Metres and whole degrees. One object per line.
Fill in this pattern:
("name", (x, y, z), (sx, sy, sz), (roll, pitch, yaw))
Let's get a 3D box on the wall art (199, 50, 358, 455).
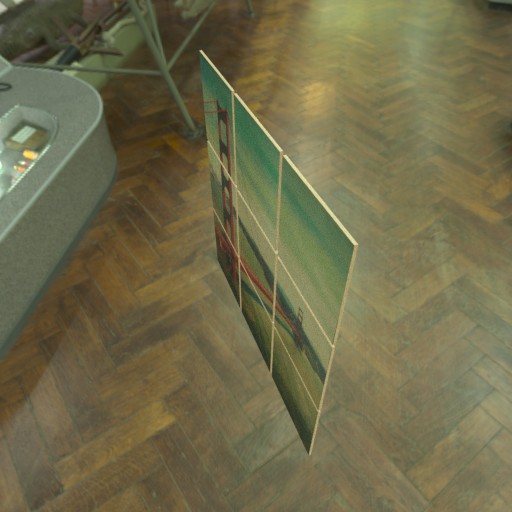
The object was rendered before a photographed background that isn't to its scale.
("wall art", (0.000, 0.000, 2.261), (0.014, 1.507, 1.519), (-16, 47, -15))
